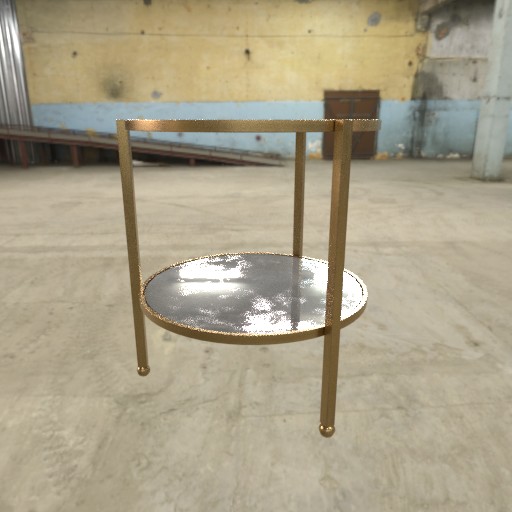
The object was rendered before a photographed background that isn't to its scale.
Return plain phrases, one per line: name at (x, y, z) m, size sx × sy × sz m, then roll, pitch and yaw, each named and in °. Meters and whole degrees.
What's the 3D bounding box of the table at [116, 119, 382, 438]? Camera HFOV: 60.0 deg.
table at (0.000, 0.000, 0.458) m, size 0.231 × 0.269 × 0.243 m, roll 9°, pitch 19°, yaw 26°
